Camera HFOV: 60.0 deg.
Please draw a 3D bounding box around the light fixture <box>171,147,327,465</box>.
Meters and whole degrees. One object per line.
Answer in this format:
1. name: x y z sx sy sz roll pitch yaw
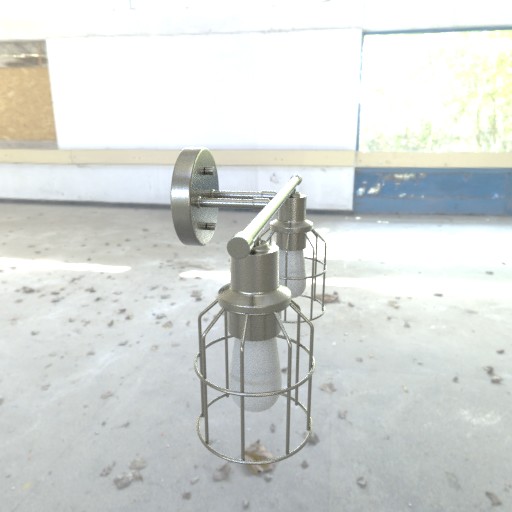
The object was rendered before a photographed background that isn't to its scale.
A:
1. light fixture: 0.000 0.000 0.535 0.165 0.254 0.406 3 17 10
